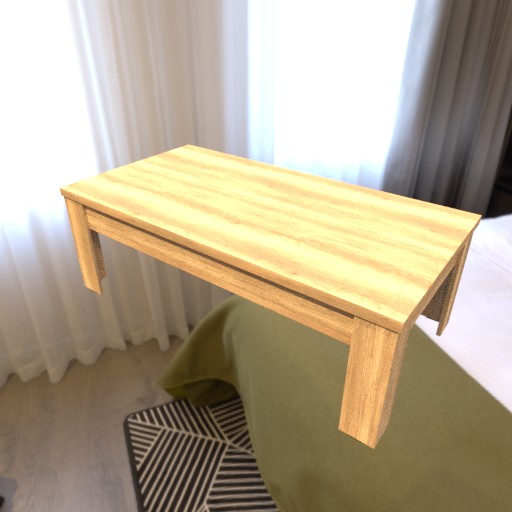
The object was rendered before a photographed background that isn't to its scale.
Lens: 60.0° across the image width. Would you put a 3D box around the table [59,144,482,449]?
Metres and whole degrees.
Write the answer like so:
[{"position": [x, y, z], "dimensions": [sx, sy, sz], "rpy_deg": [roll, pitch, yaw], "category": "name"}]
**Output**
[{"position": [0.000, 0.000, 1.697], "dimensions": [1.350, 0.460, 0.700], "rpy_deg": [21, 36, 31], "category": "table"}]
